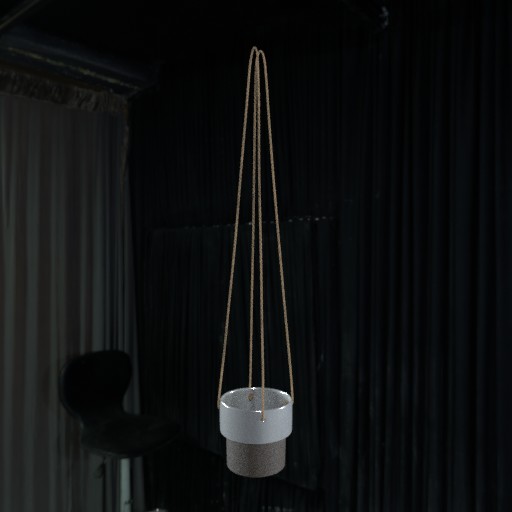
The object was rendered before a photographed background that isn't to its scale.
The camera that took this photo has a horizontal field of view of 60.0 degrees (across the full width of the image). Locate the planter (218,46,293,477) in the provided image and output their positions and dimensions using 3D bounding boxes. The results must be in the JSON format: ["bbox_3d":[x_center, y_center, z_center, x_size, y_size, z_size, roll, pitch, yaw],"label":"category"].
[{"bbox_3d":[0.000,0.000,1.145,0.187,1.073,0.187,0,0,36],"label":"planter"}]
